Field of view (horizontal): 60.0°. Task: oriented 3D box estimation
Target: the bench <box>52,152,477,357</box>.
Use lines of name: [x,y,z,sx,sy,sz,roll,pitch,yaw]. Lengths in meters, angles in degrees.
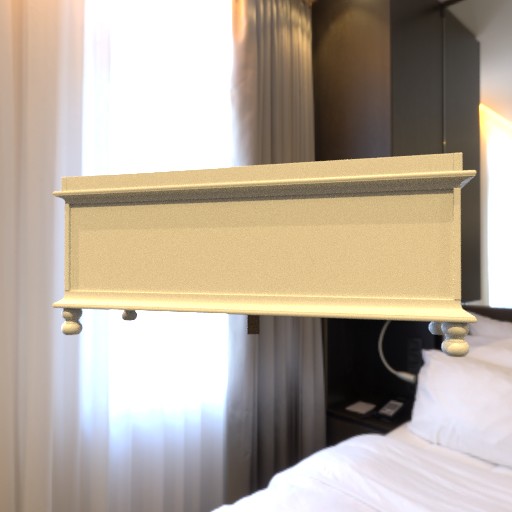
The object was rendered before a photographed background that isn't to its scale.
bench: [0.000,0.000,1.387,1.185,0.486,0.402,0,0,16]
